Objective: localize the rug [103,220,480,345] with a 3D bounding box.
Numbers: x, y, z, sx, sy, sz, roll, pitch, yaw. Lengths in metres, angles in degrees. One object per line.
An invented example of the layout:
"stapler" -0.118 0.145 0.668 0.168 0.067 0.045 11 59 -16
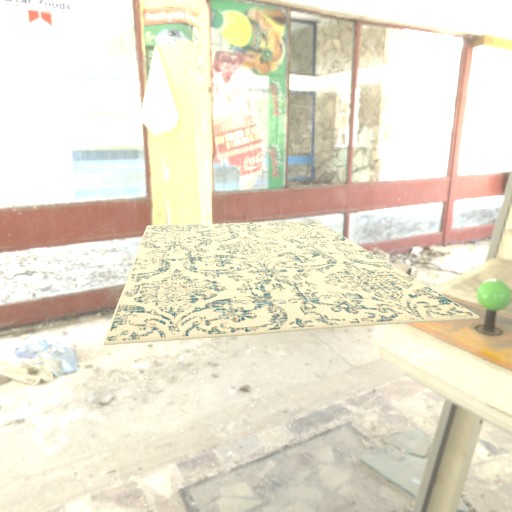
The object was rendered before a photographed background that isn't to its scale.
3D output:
"rug" 0.000 0.000 2.256 1.213 0.012 1.831 -2 15 -9
